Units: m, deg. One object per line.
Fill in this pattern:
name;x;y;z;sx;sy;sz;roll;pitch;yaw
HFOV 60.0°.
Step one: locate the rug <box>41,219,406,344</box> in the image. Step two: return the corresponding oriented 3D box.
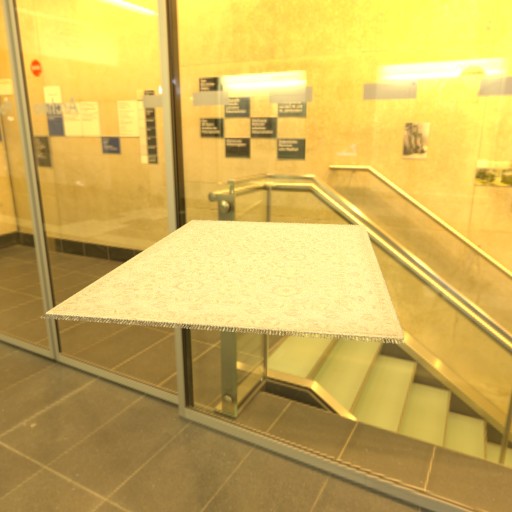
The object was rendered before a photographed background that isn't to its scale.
rug;0.000;0.000;2.844;1.514;0.011;2.233;3;16;9
